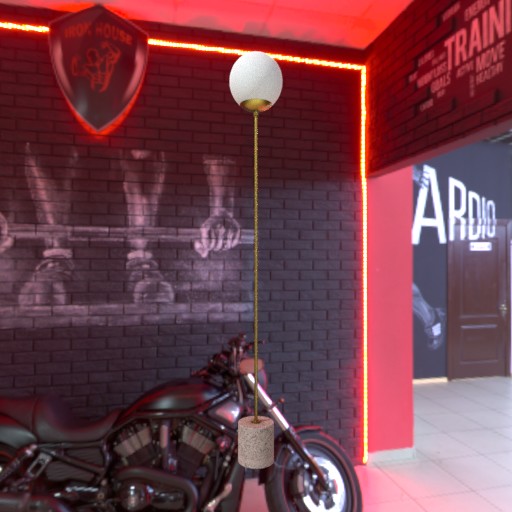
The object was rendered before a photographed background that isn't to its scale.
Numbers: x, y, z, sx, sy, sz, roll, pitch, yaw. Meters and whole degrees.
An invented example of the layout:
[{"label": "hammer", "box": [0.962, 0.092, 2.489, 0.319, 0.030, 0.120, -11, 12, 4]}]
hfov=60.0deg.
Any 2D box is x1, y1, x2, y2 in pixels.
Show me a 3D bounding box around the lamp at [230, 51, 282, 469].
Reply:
[{"label": "lamp", "box": [0.000, 0.000, 1.906, 0.229, 1.748, 0.229, 0, -1, 19]}]
